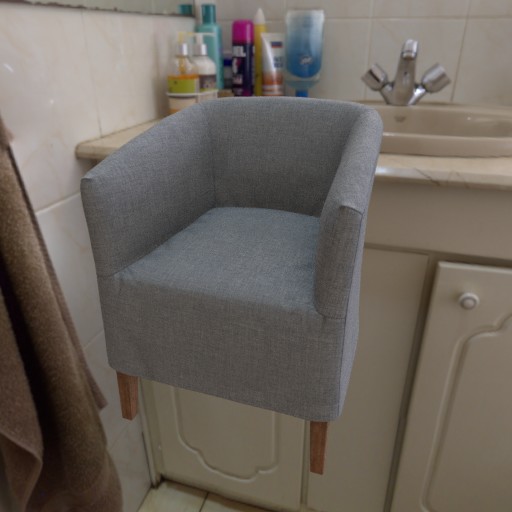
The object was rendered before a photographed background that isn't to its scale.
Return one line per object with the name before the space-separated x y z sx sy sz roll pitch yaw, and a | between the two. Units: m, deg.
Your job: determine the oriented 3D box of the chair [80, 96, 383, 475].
chair | 0.000 0.000 1.225 0.600 0.771 0.668 8 27 17
